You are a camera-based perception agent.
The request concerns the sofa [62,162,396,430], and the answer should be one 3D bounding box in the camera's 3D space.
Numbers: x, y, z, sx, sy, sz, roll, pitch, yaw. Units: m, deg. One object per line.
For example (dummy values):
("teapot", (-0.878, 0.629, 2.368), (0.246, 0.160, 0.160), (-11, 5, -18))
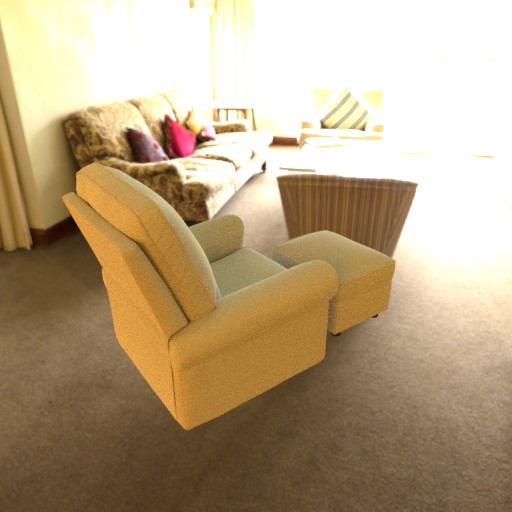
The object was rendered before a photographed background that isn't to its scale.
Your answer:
("sofa", (0.000, 0.000, 2.107), (1.478, 0.959, 0.880), (-17, 31, -32))
